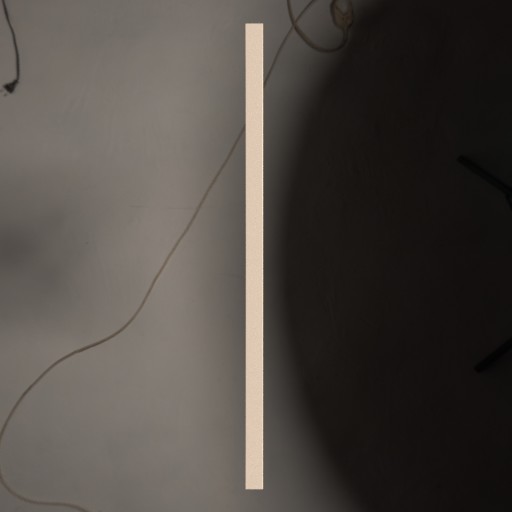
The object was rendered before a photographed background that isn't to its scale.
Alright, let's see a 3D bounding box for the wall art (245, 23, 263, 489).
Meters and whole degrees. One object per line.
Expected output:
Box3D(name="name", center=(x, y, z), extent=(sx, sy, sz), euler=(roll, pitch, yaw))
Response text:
Box3D(name="wall art", center=(0.000, 0.000, 1.348), extent=(0.038, 0.762, 1.016), euler=(0, 90, 1))
